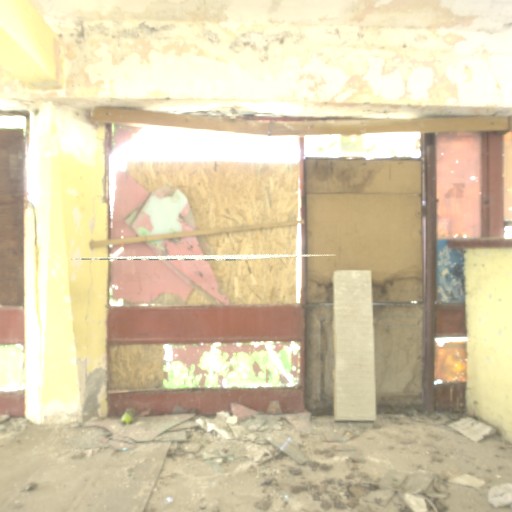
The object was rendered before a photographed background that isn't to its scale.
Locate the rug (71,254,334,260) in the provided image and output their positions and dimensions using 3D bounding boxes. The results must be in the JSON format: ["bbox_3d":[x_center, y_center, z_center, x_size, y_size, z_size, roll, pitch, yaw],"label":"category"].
[{"bbox_3d":[0.000,0.000,2.540,0.620,0.008,2.372,0,1,18],"label":"rug"}]
